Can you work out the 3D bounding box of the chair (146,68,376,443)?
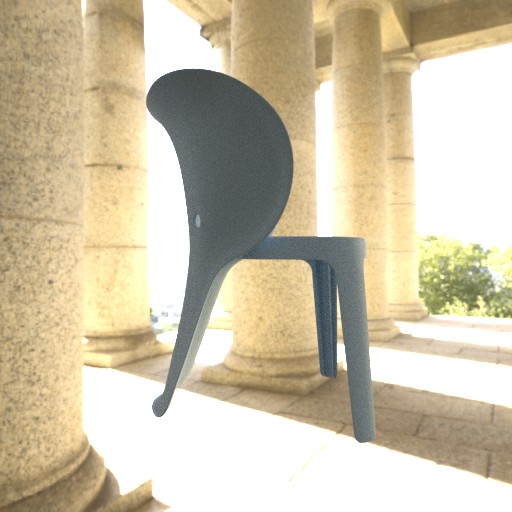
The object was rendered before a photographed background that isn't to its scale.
[{"bbox_3d":[0.000,0.000,0.841,0.402,0.554,0.451,0,-1,1],"label":"chair"}]
